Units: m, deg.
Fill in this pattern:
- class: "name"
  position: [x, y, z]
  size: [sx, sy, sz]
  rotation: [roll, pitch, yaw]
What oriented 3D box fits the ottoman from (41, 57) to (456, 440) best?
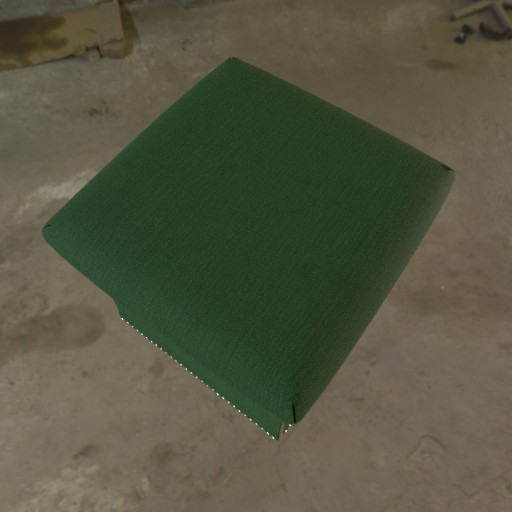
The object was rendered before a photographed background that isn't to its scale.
- class: "ottoman"
  position: [0.000, 0.000, 0.882]
  size: [0.497, 0.475, 0.507]
  rotation: [33, 68, 16]
